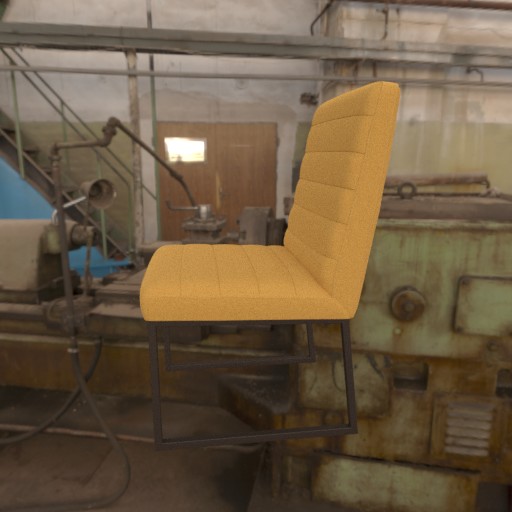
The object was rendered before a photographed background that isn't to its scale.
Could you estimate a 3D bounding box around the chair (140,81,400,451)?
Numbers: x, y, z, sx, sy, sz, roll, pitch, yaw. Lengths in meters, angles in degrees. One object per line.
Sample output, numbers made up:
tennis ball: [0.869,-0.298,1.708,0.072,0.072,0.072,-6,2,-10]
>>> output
chair: [0.000,0.000,1.323,0.634,0.930,0.520,-2,13,-8]
